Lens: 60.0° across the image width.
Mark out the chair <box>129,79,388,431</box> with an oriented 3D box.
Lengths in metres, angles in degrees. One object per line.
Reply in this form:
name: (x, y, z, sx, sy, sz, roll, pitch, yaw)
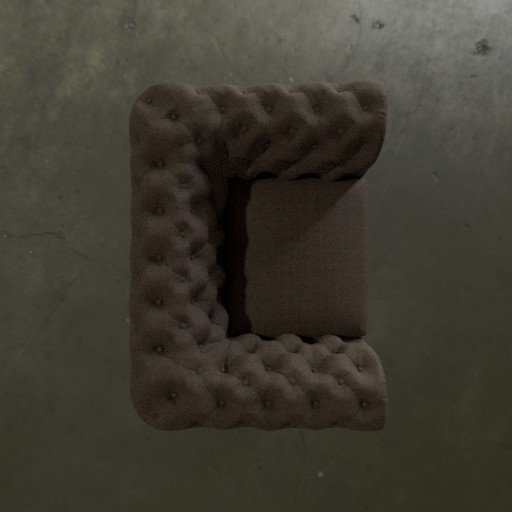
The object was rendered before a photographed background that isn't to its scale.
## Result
chair: (0.000, 0.000, 1.903, 0.945, 0.780, 1.298, 0, 90, 1)
